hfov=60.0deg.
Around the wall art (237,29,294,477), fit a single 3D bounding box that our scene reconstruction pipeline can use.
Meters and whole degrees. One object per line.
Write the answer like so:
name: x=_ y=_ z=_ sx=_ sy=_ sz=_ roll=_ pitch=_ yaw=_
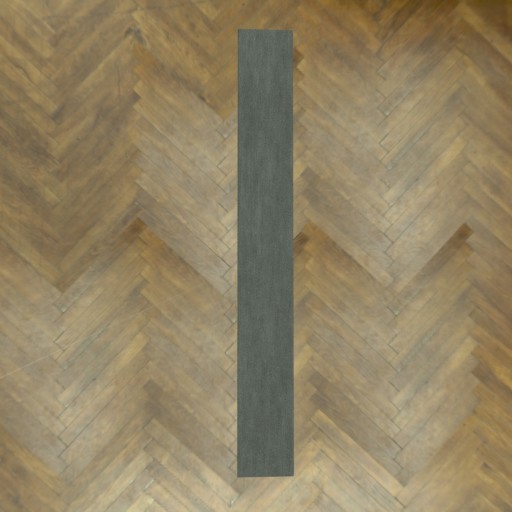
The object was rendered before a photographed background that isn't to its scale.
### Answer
wall art: x=0.000 y=0.000 z=0.450 sx=0.038 sy=0.302 sz=0.303 roll=0 pitch=89 yaw=-2
